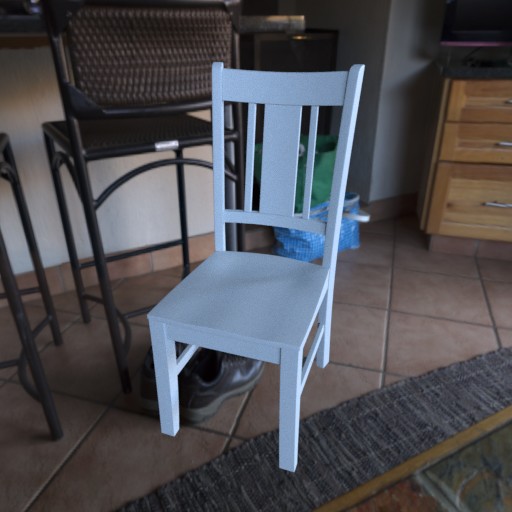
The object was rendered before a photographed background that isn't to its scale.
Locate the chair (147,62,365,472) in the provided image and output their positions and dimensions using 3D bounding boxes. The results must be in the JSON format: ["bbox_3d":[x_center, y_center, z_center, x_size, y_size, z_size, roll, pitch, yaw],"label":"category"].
[{"bbox_3d":[0.000,0.000,1.275,0.450,0.998,0.555,9,27,17],"label":"chair"}]
